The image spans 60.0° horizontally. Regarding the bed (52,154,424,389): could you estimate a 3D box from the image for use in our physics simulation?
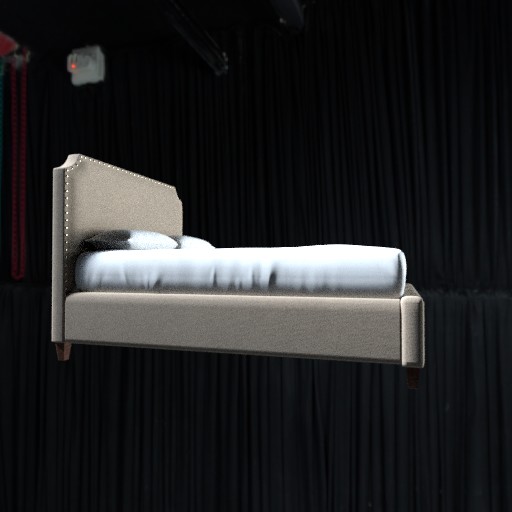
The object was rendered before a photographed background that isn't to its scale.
[{"bbox_3d":[0.000,0.000,3.415,2.329,1.415,1.703,0,-1,18],"label":"bed"}]
